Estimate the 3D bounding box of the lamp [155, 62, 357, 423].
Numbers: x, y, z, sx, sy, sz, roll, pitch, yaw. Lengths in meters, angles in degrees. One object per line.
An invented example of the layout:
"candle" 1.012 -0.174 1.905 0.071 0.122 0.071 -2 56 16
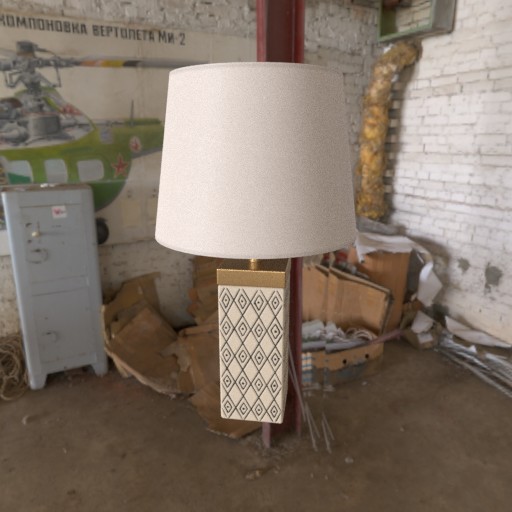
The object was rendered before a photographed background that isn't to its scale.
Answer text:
"lamp" 0.000 0.000 0.573 0.251 0.435 0.251 0 15 0
